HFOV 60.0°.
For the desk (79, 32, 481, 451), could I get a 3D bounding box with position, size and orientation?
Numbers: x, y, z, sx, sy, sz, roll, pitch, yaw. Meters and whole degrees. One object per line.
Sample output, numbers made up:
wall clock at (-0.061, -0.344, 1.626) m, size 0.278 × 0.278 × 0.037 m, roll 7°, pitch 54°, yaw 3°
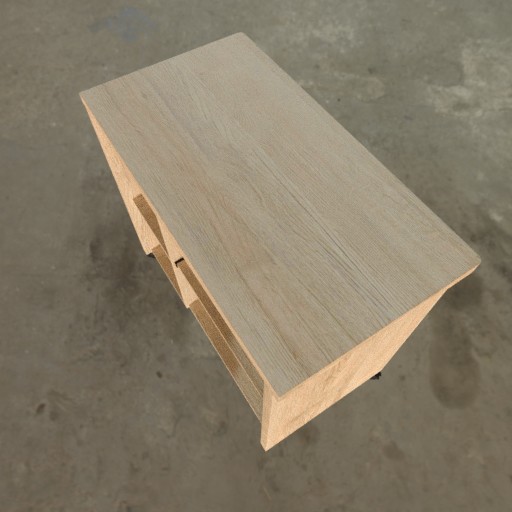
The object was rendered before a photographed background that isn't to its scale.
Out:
desk at (0.000, 0.000, 1.307) m, size 0.480 × 0.770 × 0.885 m, roll -29°, pitch 63°, yaw -16°
